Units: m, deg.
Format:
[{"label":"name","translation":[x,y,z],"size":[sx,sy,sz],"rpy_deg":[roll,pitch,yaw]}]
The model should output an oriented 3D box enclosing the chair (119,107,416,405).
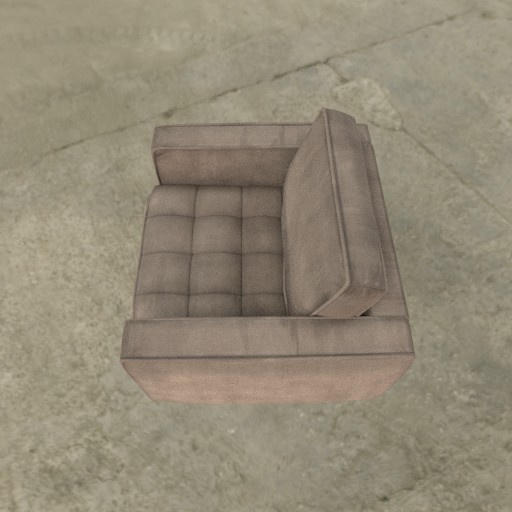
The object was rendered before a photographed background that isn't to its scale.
[{"label":"chair","translation":[0.000,0.000,1.543],"size":[0.843,0.773,0.928],"rpy_deg":[-1,58,0]}]
